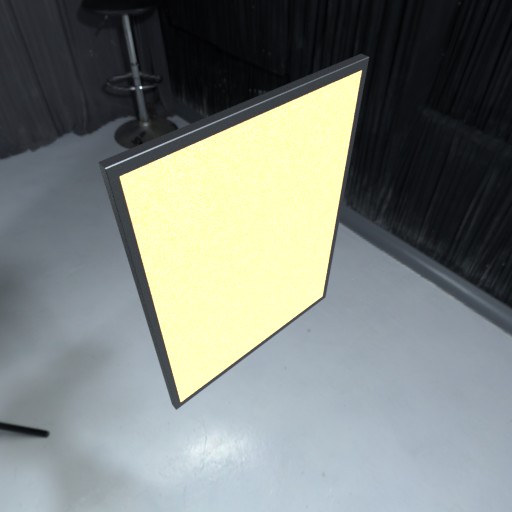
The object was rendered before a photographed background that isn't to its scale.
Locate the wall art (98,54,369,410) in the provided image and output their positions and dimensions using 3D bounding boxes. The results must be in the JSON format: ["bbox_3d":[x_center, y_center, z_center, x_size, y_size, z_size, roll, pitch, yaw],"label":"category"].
[{"bbox_3d":[0.000,0.000,1.385,0.774,1.027,0.030,-32,54,-27],"label":"wall art"}]
